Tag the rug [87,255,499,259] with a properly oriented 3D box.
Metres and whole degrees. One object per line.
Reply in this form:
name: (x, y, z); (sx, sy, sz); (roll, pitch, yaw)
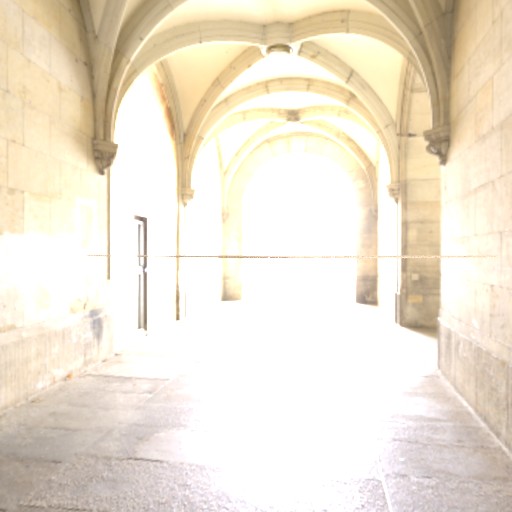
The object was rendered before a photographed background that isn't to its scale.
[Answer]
rug: (0.000, 0.000, 2.966); (1.524, 0.008, 2.440); (0, 0, -36)
